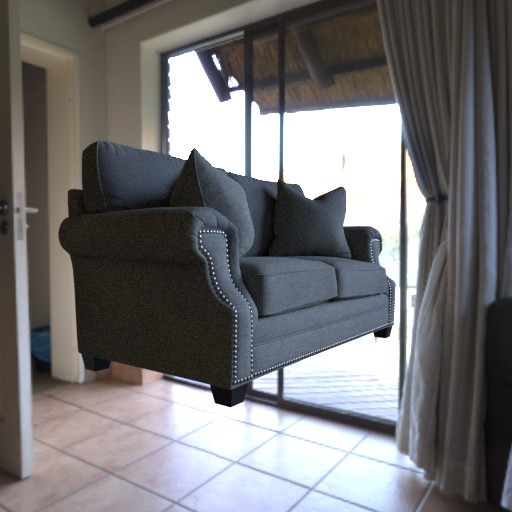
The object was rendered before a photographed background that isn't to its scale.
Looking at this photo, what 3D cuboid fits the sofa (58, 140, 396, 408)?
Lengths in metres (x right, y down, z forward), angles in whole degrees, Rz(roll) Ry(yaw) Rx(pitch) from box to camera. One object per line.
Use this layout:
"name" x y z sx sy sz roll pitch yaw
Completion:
"sofa" 0.000 0.000 2.291 0.966 0.966 1.701 0 1 36
